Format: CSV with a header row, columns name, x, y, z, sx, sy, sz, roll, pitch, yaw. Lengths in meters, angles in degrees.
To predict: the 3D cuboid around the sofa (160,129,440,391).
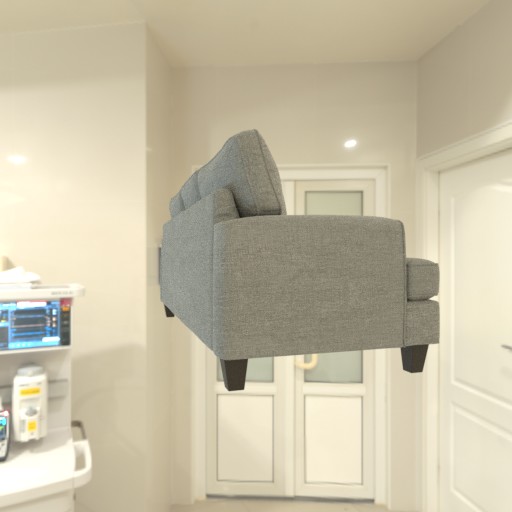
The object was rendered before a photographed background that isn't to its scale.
name,x,y,z,sx,sy,sz,roll,pitch,yaw
sofa,0.000,0.000,2.683,0.951,0.965,2.158,0,0,-18
